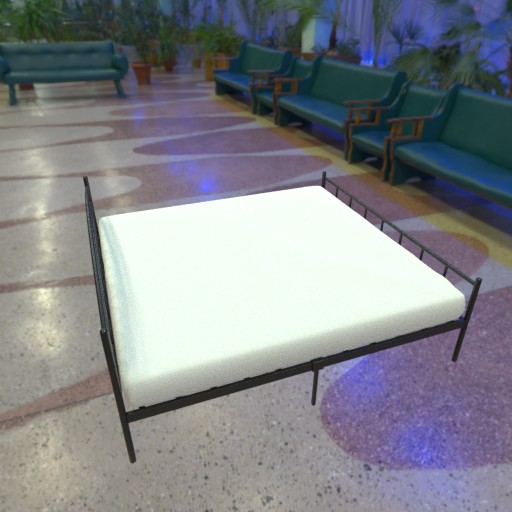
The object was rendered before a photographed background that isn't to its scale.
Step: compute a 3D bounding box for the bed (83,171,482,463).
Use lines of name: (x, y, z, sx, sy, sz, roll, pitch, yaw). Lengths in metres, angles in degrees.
bed: (0.000, 0.000, 3.030, 2.040, 0.940, 1.880, -11, 33, -18)
